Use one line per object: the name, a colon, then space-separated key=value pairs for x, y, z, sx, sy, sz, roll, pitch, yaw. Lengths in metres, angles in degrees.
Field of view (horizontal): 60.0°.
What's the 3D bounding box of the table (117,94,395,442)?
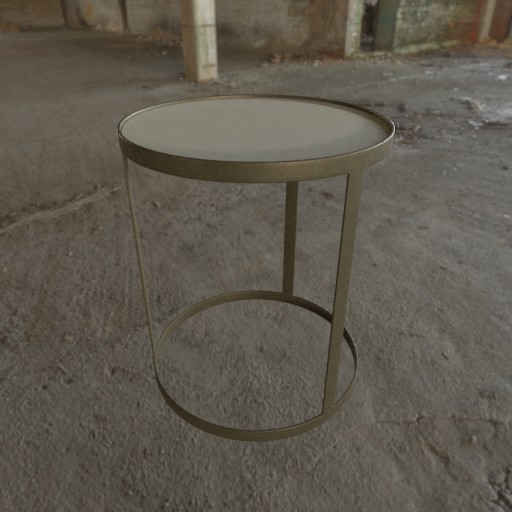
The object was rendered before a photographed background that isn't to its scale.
table: x=0.000 y=0.000 z=0.935 sx=0.480 sy=0.565 sz=0.480 roll=0 pitch=30 yaw=0
